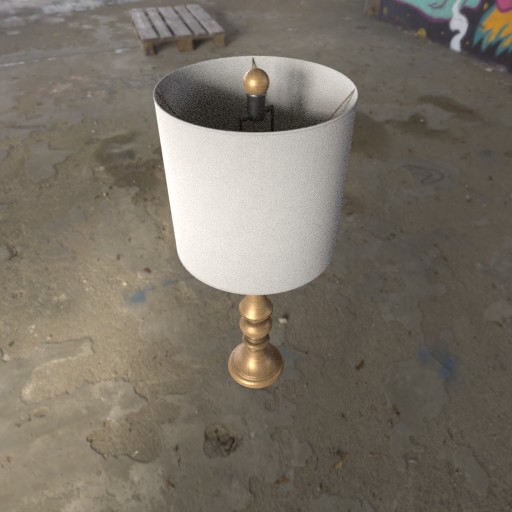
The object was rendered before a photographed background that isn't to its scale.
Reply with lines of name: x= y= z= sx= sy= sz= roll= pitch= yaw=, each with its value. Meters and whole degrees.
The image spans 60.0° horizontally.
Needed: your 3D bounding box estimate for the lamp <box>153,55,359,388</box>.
lamp: x=0.000 y=0.000 z=0.729 sx=0.250 sy=0.597 sz=0.250 roll=-1 pitch=41 yaw=-2
